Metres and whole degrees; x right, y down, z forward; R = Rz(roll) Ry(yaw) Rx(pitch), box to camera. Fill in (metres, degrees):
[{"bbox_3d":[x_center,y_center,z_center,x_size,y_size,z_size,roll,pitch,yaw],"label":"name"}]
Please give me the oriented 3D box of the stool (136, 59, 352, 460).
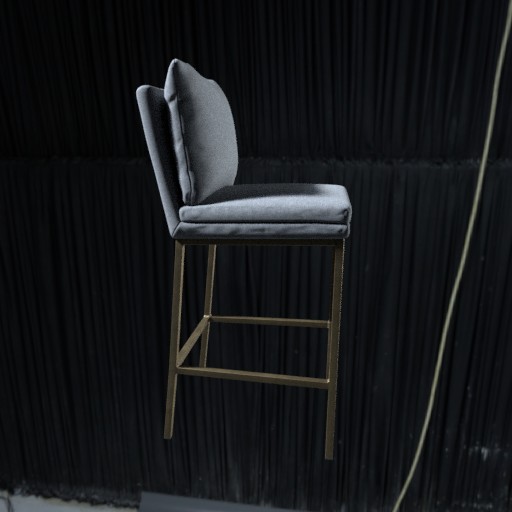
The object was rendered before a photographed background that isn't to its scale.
[{"bbox_3d":[0.000,0.000,1.437,0.569,1.130,0.463,2,16,9],"label":"stool"}]
